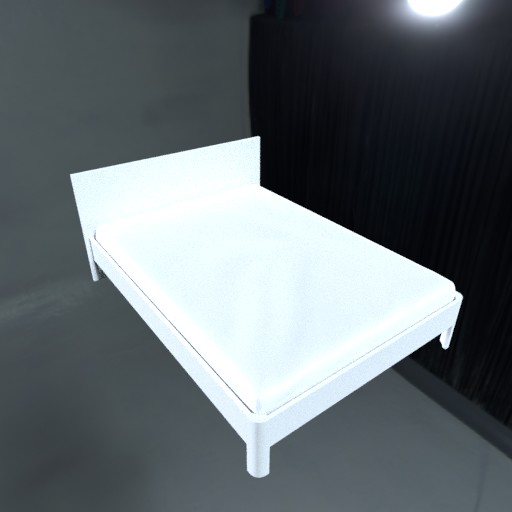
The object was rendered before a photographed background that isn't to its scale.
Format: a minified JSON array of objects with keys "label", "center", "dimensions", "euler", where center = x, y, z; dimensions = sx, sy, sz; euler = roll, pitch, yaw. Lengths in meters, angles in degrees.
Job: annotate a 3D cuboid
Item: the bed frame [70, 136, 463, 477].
[{"label":"bed frame","center":[0.000,0.000,2.721],"dimensions":[1.490,0.800,1.950],"euler":[-21,36,-31]}]
